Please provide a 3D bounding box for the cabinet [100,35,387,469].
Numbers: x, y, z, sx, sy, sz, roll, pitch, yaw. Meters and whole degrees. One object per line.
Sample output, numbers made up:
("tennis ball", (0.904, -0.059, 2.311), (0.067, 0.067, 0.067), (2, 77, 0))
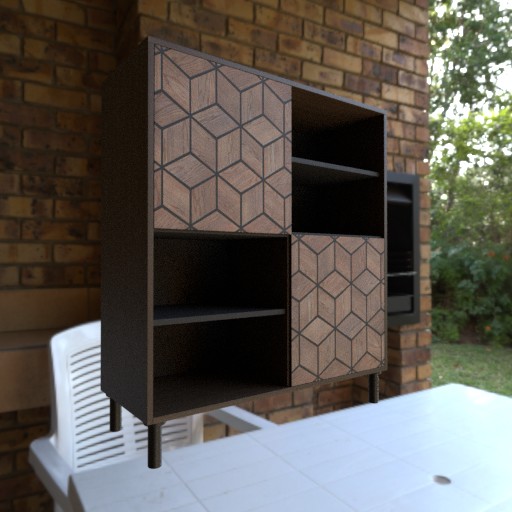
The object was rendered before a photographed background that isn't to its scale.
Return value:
("cabinet", (0.000, 0.000, 1.637), (1.010, 1.170, 0.400), (0, -1, -36))
